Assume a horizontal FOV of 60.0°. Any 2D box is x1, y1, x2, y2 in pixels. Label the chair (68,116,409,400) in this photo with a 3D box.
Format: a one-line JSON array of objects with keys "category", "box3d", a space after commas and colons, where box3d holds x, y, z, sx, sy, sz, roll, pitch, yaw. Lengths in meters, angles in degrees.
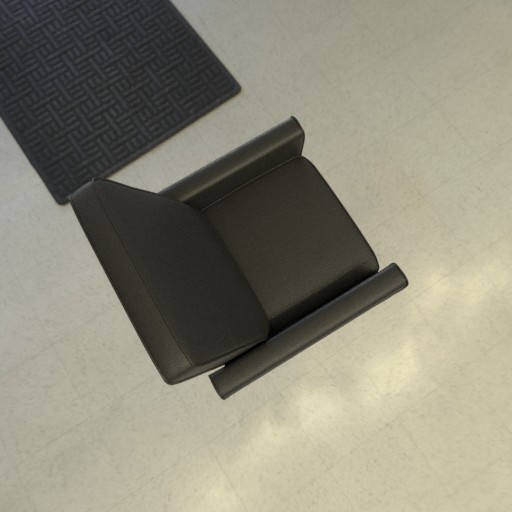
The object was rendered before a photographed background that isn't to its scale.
[{"category": "chair", "box3d": [0.000, 0.000, 1.499, 0.746, 1.013, 0.705, -30, 78, -7]}]
